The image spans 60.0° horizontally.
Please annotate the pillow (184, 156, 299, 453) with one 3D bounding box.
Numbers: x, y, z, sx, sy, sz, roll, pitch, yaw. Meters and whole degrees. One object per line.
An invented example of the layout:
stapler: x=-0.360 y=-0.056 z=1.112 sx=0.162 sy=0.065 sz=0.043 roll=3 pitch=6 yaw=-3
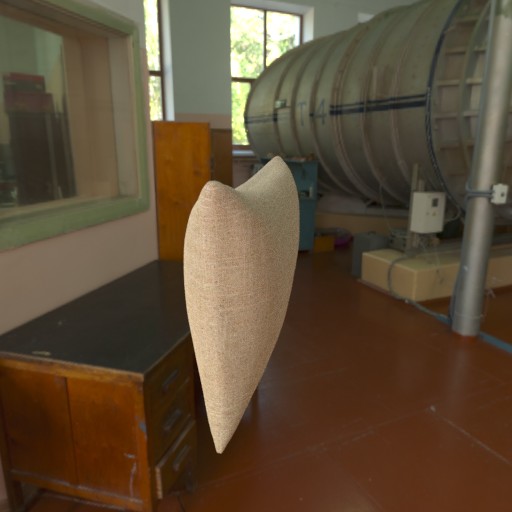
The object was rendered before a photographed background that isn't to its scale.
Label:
pillow: x=0.000 y=0.000 z=1.039 sx=0.197 sy=0.429 sz=0.859 roll=2 pitch=15 yaw=8
